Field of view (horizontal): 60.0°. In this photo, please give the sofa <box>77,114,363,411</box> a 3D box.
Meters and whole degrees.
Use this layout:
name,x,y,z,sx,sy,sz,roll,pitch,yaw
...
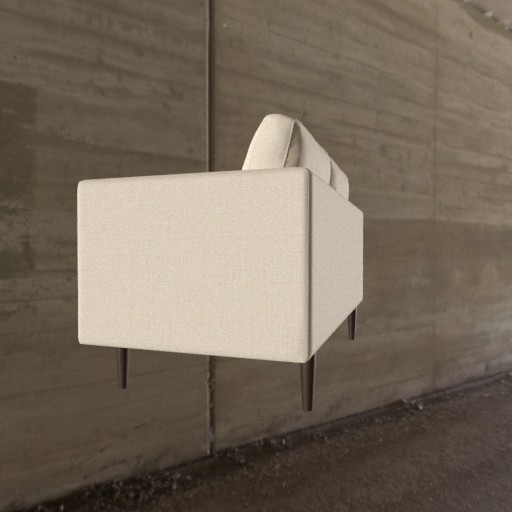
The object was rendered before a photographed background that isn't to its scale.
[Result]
name,x,y,z,sx,sy,sz,roll,pitch,yaw
sofa,0.000,0.000,1.965,0.796,0.908,1.430,0,1,19
